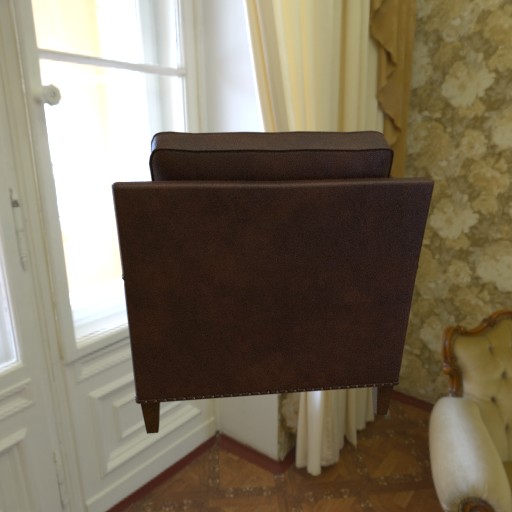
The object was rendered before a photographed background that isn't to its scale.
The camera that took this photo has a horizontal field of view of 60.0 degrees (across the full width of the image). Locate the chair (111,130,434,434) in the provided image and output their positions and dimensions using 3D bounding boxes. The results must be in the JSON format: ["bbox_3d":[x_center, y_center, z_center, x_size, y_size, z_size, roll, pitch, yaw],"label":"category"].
[{"bbox_3d":[0.000,0.000,1.704,0.853,0.929,1.014,-2,16,-7],"label":"chair"}]
